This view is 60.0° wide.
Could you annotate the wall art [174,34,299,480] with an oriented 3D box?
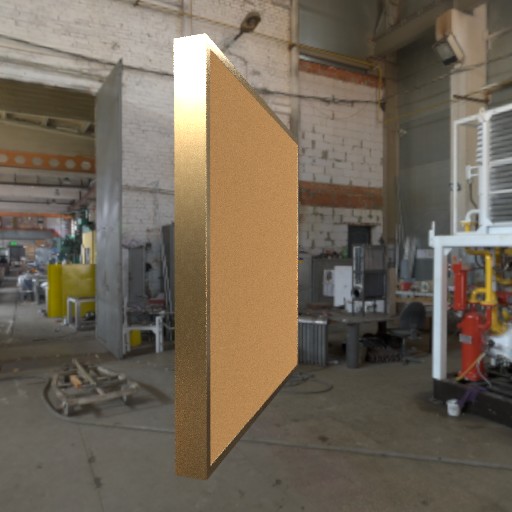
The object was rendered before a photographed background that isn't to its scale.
[{"bbox_3d":[0.000,0.000,0.754,0.040,0.509,0.509,0,1,17],"label":"wall art"}]
